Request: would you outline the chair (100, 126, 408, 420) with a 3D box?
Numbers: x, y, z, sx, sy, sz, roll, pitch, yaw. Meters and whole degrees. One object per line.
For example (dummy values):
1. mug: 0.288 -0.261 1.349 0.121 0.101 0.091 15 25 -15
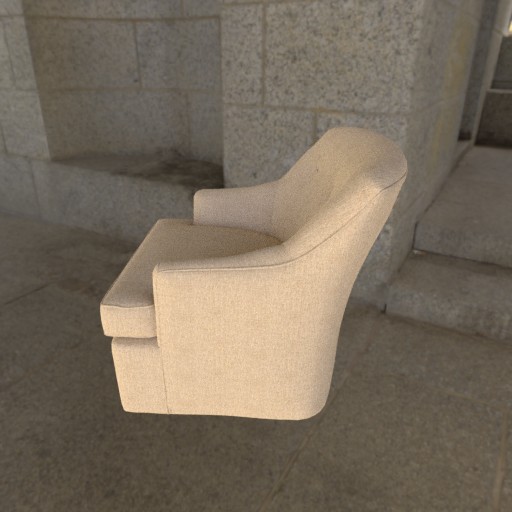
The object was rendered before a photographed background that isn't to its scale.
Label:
1. chair: 0.000 0.000 1.624 0.923 0.856 0.864 1 24 2
